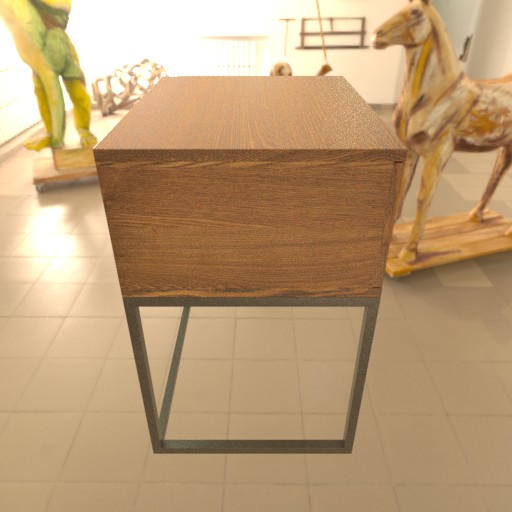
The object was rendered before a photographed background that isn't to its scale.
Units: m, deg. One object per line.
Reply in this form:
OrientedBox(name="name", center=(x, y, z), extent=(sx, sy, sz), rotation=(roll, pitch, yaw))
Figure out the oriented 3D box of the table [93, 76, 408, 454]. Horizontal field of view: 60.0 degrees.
OrientedBox(name="table", center=(0.000, 0.000, 0.907), extent=(0.400, 0.610, 0.482), rotation=(0, 32, 0))
